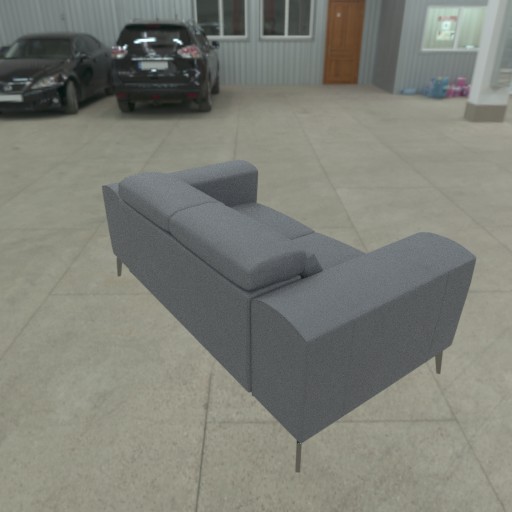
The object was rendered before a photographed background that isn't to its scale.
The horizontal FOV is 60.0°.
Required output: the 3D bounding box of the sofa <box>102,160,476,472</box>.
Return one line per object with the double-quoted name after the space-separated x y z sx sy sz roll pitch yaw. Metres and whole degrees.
0.000 0.000 2.403 1.003 0.779 1.895 -19 33 -32 "sofa"
